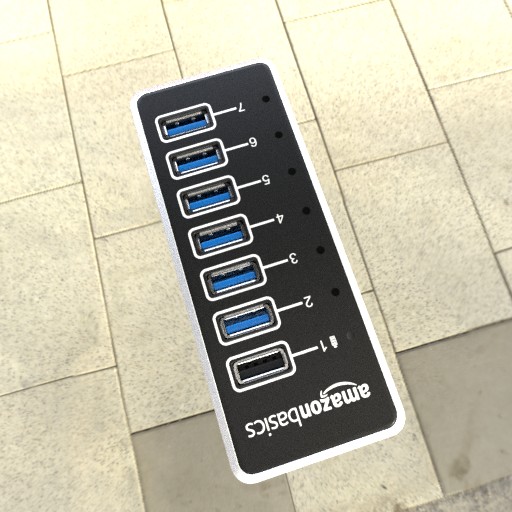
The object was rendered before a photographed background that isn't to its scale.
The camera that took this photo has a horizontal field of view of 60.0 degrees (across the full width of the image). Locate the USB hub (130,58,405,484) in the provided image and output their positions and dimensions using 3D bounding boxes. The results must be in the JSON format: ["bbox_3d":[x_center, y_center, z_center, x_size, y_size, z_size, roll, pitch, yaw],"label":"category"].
[{"bbox_3d":[0.000,0.000,0.128,0.044,0.023,0.110,-17,77,-4],"label":"USB hub"}]
